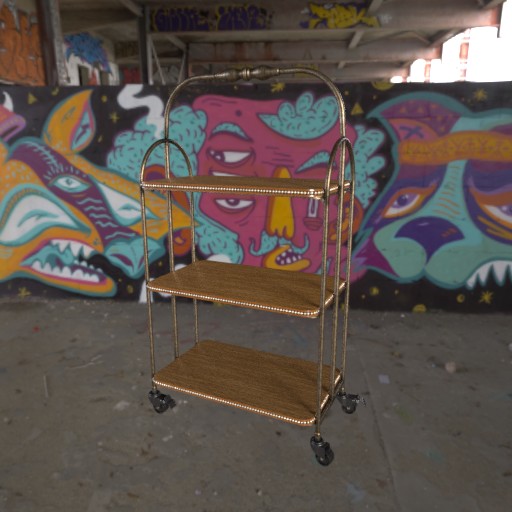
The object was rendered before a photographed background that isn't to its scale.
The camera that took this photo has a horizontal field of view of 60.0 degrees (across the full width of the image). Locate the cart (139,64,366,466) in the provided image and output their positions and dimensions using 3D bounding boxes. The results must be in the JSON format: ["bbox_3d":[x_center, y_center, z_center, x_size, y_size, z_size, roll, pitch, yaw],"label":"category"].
[{"bbox_3d":[0.000,0.000,1.314,0.650,1.052,0.330,7,16,25],"label":"cart"}]
